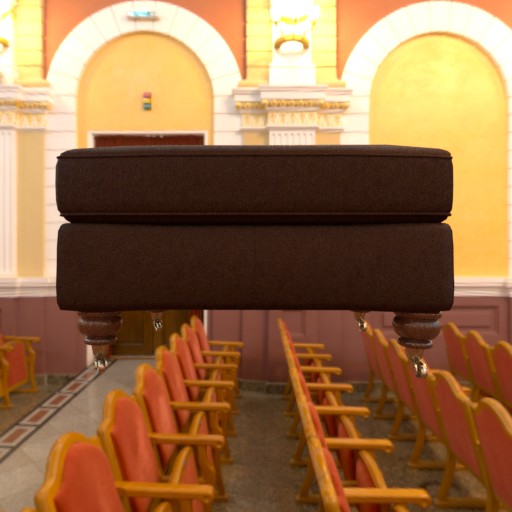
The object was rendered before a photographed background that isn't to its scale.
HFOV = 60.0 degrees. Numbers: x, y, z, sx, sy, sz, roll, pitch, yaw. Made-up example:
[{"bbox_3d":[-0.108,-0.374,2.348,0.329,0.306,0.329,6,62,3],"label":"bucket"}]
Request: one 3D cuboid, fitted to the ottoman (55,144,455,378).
[{"bbox_3d":[0.000,0.000,1.768,1.187,0.730,0.967,0,1,1],"label":"ottoman"}]
